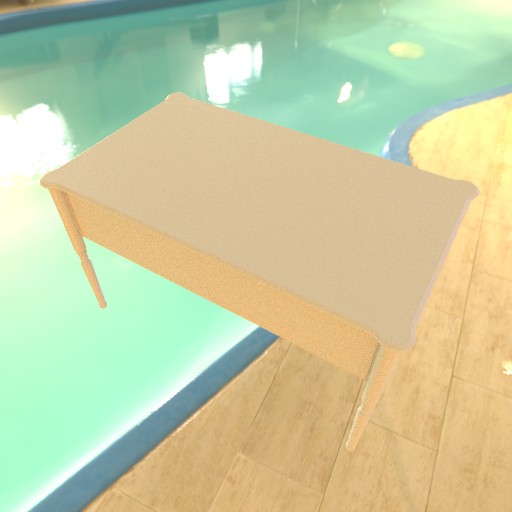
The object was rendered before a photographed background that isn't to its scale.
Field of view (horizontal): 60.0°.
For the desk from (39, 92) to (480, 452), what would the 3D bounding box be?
[{"bbox_3d":[0.000,0.000,1.841,1.380,0.762,0.807,24,51,21],"label":"desk"}]
